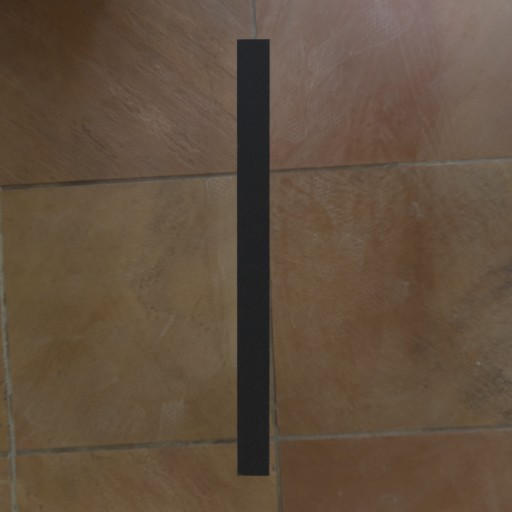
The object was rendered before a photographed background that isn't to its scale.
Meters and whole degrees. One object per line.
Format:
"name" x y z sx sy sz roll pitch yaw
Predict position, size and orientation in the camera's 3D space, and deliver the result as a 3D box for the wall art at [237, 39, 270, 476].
"wall art" 0.000 0.000 0.769 0.038 0.508 0.508 0 91 1
